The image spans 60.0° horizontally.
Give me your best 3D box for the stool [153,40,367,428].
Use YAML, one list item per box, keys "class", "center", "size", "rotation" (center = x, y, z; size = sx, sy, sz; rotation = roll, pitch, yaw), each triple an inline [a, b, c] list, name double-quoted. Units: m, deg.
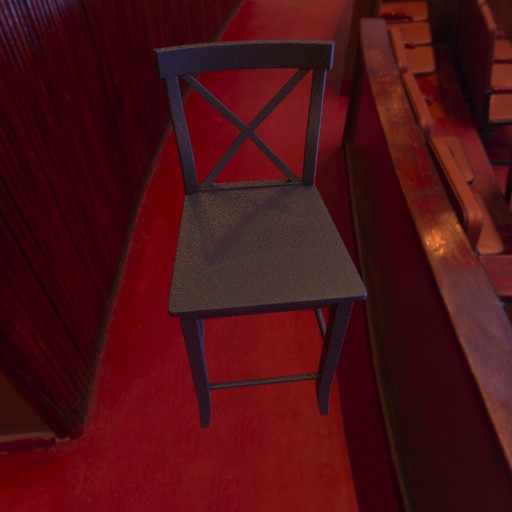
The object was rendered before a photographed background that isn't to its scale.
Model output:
- class: "stool"
  center: [0.000, 0.000, 1.272]
  size: [0.452, 0.989, 0.559]
  rotation: [-5, 47, -4]
